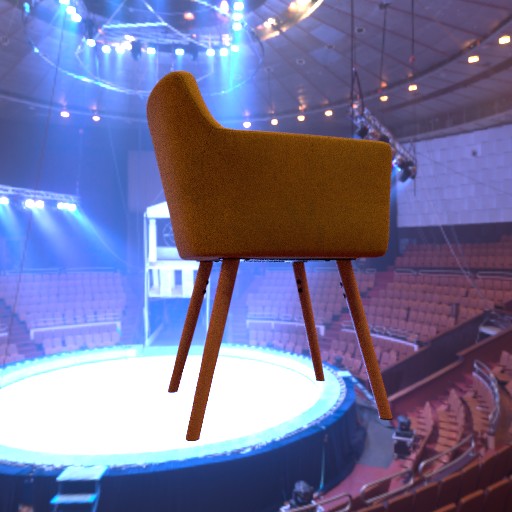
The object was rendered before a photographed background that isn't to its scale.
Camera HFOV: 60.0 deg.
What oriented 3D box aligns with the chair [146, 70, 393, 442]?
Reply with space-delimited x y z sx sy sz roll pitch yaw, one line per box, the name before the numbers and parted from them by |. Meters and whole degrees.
chair | 0.000 0.000 1.175 0.570 0.780 0.570 1 -2 -16
